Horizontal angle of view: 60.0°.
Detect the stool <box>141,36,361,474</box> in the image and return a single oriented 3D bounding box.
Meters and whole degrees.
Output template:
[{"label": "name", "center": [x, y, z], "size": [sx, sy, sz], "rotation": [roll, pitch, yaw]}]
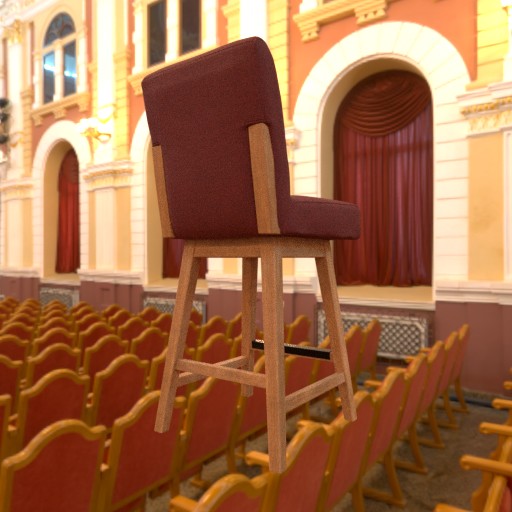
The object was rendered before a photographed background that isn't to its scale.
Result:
[{"label": "stool", "center": [0.000, 0.000, 1.348], "size": [0.468, 1.038, 0.562], "rotation": [0, 0, 36]}]
